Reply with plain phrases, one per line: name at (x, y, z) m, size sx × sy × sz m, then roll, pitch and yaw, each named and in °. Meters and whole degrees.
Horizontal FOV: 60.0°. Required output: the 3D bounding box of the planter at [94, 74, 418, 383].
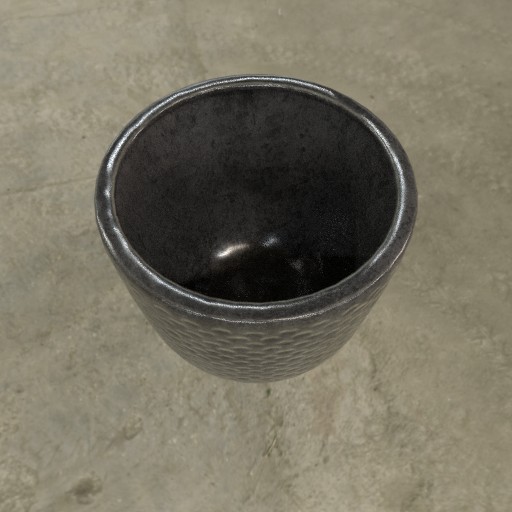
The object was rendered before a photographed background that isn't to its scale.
planter at (0.000, 0.000, 0.350) m, size 0.197 × 0.191 × 0.197 m, roll 0°, pitch 58°, yaw 0°
